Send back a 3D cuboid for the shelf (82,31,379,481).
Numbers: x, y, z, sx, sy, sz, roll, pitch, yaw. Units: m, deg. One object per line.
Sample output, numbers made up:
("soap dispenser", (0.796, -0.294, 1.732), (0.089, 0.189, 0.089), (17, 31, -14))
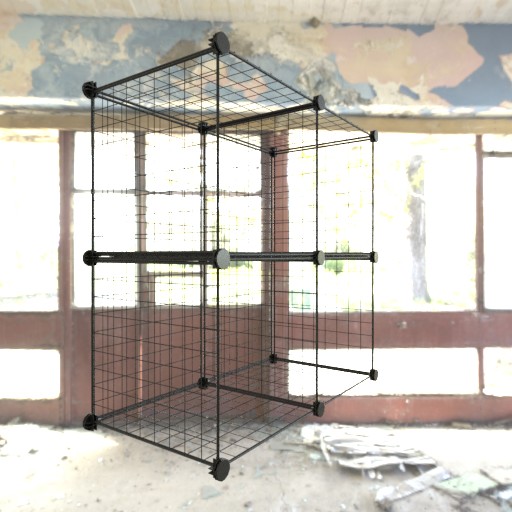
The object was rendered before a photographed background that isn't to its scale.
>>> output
("shelf", (0.000, 0.000, 1.082), (0.356, 0.711, 0.711), (0, 0, 35))
